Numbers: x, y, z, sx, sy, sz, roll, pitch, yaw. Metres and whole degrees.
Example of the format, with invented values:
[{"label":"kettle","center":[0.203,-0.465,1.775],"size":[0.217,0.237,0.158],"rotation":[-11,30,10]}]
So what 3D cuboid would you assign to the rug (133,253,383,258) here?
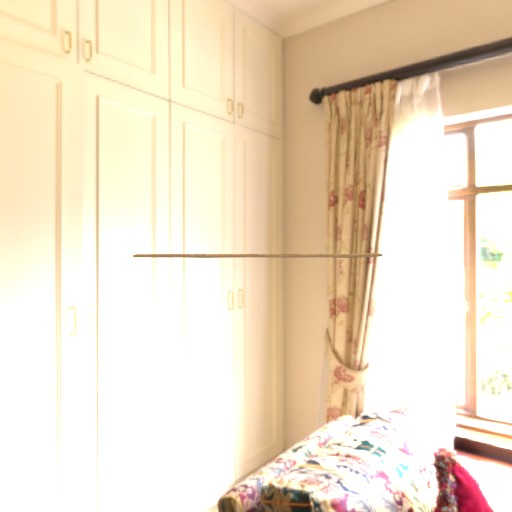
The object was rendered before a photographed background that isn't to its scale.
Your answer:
[{"label":"rug","center":[0.000,0.000,2.683],"size":[0.857,0.018,2.383],"rotation":[0,0,0]}]
